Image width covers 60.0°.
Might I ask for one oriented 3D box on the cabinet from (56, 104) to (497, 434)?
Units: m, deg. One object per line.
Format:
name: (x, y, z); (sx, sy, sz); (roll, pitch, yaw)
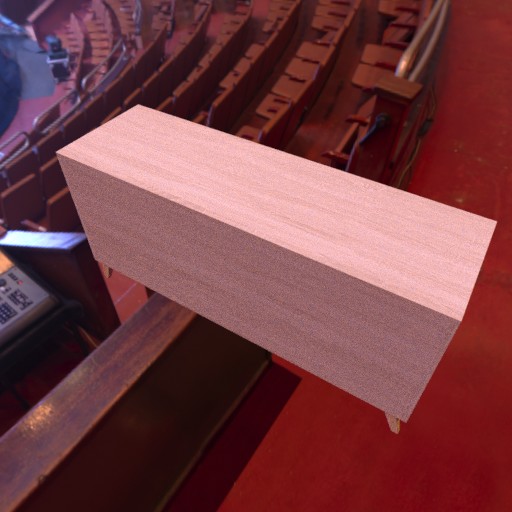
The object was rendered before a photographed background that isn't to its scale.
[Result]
cabinet: (0.000, 0.000, 1.962); (1.649, 0.780, 0.500); (24, 50, 22)
